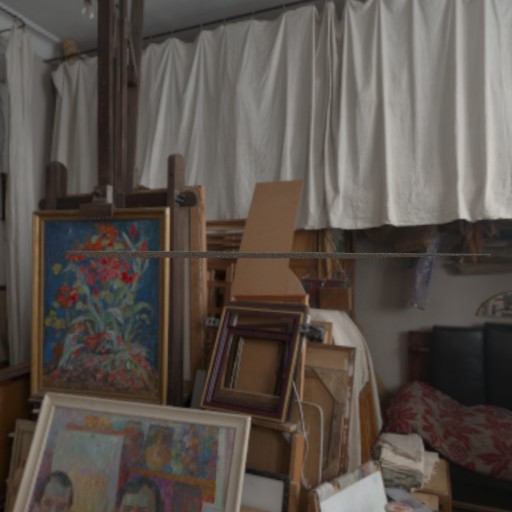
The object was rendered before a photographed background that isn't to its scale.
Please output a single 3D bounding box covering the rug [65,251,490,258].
[{"bbox_3d":[0.000,0.000,4.098,3.048,0.013,2.438,0,-1,-18],"label":"rug"}]
